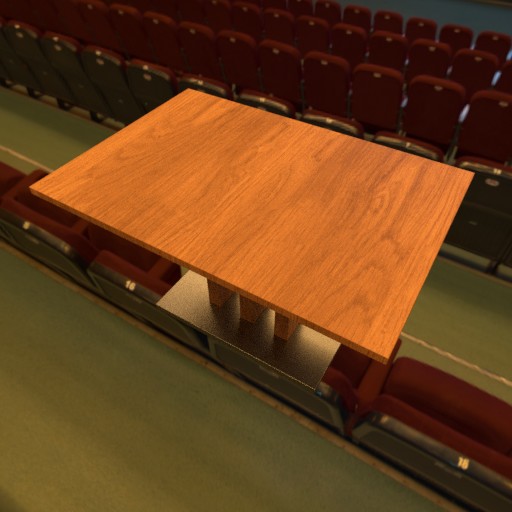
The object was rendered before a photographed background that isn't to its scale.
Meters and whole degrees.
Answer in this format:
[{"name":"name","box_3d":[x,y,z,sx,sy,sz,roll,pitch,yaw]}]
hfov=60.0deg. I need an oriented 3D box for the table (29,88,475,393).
[{"name":"table","box_3d":[0.000,0.000,1.843,1.300,0.770,0.900,24,50,22]}]
